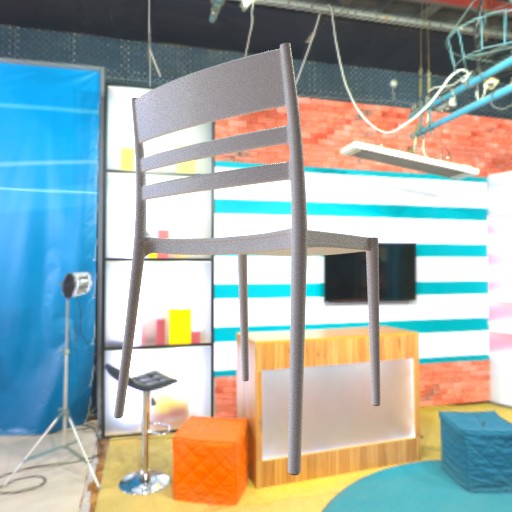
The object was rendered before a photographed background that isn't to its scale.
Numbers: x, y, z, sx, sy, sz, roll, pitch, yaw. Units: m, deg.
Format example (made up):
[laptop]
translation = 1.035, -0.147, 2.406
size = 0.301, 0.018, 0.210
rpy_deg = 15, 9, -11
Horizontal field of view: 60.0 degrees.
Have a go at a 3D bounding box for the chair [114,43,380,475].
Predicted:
[chair]
translation = 0.000, 0.000, 1.143
size = 0.531, 0.800, 0.511
rpy_deg = -1, -2, 36
